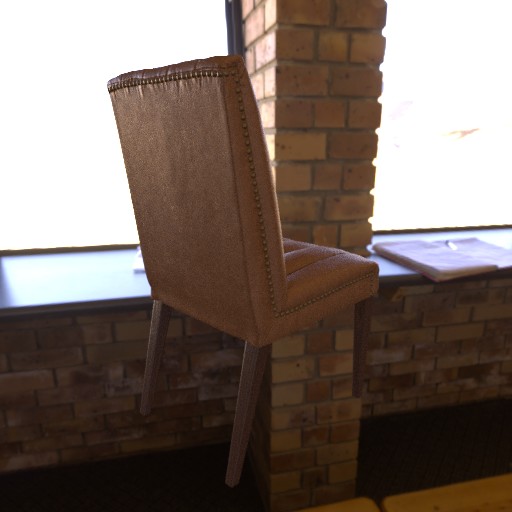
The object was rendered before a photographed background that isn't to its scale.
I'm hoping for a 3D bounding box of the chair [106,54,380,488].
[{"bbox_3d":[0.000,0.000,1.340,0.647,1.016,0.511,-15,21,-43],"label":"chair"}]
